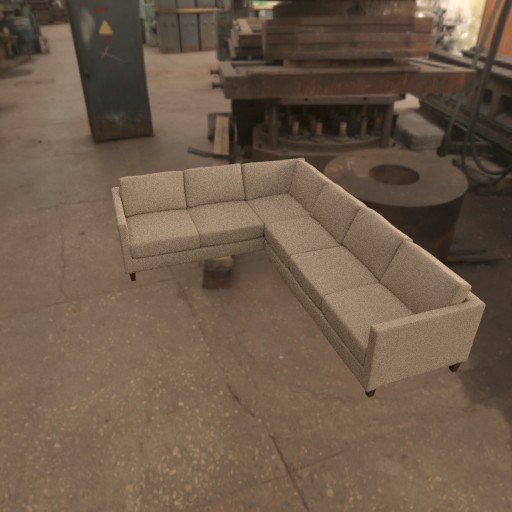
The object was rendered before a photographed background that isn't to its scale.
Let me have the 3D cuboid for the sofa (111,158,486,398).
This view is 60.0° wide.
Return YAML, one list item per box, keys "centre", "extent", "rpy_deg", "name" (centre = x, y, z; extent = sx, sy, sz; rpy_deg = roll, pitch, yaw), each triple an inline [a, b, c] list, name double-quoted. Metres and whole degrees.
- centre: [0.000, 0.000, 4.261]
  extent: [2.432, 0.863, 3.182]
  rpy_deg: [-10, 33, -17]
  name: "sofa"
